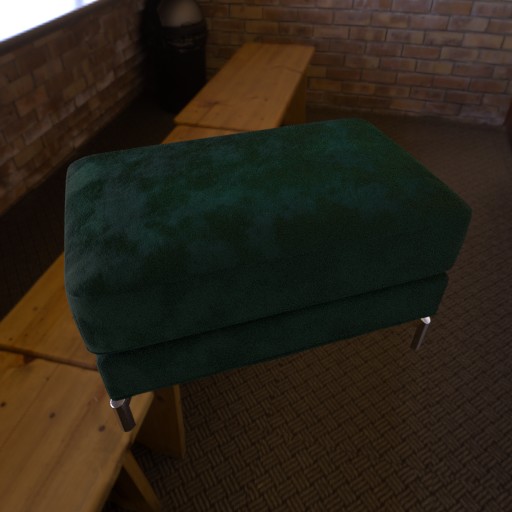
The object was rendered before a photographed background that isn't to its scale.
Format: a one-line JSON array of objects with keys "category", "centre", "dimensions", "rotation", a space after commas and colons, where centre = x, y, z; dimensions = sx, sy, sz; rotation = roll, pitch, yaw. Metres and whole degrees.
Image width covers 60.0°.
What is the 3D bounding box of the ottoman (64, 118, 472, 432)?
[{"category": "ottoman", "centre": [0.000, 0.000, 1.212], "dimensions": [0.886, 0.533, 0.536], "rotation": [-12, 43, -13]}]
